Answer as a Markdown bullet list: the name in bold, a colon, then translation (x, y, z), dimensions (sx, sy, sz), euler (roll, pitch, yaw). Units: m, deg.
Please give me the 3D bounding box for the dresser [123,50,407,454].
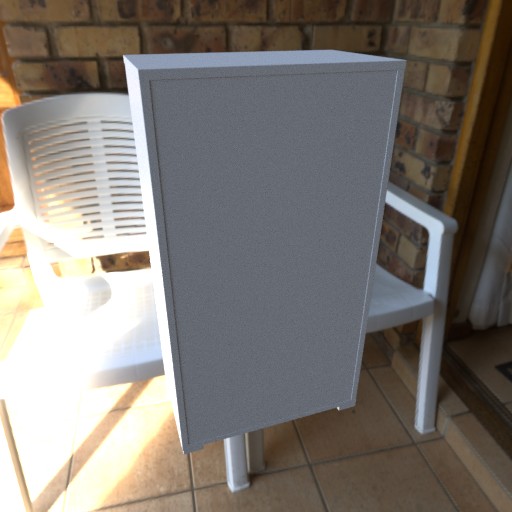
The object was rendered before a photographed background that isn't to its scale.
- **dresser**: translation (0.000, 0.000, 1.452), dimensions (0.650, 1.190, 0.400), euler (-9, 30, -17)
